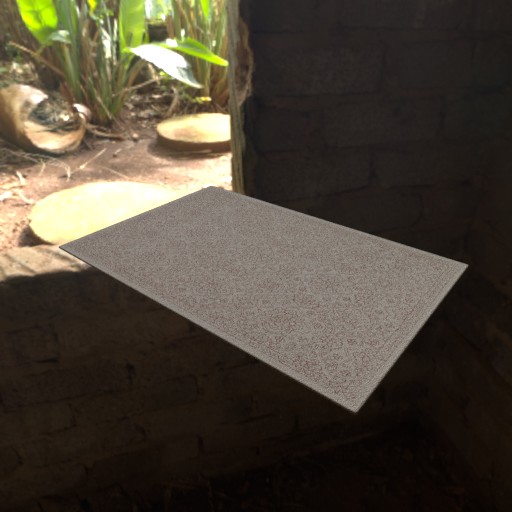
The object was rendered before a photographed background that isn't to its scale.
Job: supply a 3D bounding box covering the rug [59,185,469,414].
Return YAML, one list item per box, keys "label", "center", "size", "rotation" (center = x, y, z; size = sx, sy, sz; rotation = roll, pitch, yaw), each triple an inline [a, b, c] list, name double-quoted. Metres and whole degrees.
- label: "rug"
  center: [0.000, 0.000, 2.360]
  size: [1.829, 0.010, 1.219]
  rotation: [22, 36, 33]
